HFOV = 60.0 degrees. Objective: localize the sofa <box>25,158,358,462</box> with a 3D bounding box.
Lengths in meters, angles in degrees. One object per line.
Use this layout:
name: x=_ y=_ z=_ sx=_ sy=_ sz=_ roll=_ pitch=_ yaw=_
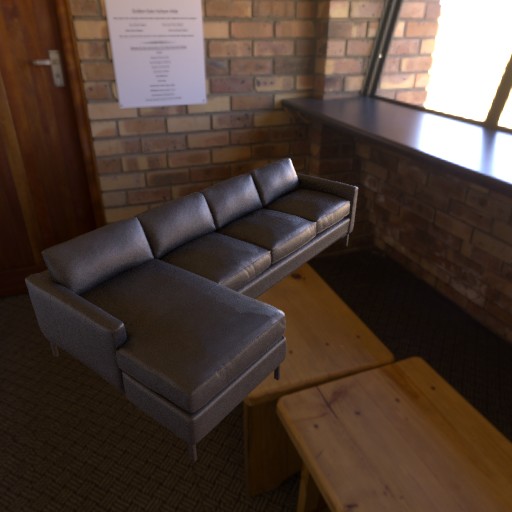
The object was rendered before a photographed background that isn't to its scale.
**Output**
sofa: x=0.000 y=0.000 z=3.587 sx=1.471 sy=0.859 sz=2.993 roll=20 pitch=34 yaw=33
